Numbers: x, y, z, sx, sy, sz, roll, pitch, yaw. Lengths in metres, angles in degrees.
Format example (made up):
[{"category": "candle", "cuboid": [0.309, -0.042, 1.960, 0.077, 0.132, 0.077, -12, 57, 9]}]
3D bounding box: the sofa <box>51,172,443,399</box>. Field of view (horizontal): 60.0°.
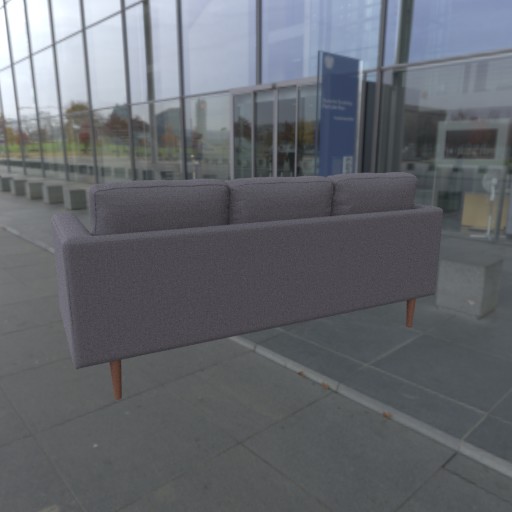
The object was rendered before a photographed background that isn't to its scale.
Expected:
[{"category": "sofa", "cuboid": [0.000, 0.000, 2.487, 2.029, 0.912, 0.802, -7, 15, -26]}]
